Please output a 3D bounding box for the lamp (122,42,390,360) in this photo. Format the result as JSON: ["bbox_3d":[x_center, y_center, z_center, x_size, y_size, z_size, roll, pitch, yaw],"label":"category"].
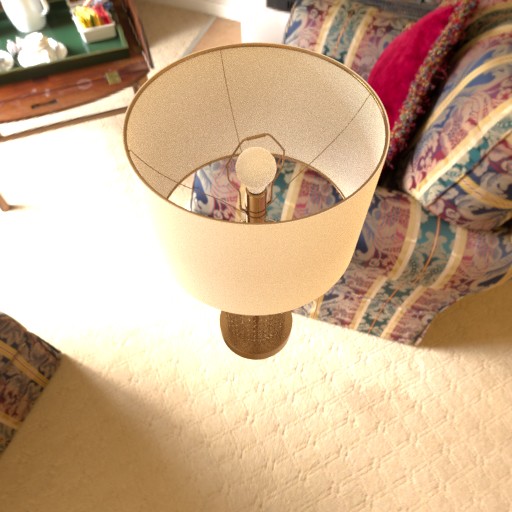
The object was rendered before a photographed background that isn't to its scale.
[{"bbox_3d":[0.000,0.000,0.625,0.252,0.483,0.252,-16,59,-10],"label":"lamp"}]
